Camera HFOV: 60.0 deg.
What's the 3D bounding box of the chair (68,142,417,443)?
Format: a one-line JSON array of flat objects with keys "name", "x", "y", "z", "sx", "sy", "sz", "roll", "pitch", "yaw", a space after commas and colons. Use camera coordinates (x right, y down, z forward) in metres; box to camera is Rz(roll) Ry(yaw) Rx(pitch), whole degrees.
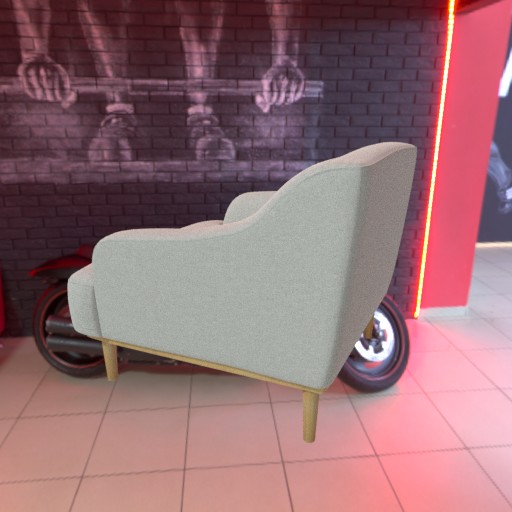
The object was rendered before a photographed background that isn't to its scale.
[{"name": "chair", "x": 0.000, "y": 0.000, "z": 1.620, "sx": 0.951, "sy": 0.818, "sz": 0.946, "roll": 9, "pitch": 19, "yaw": 26}]
